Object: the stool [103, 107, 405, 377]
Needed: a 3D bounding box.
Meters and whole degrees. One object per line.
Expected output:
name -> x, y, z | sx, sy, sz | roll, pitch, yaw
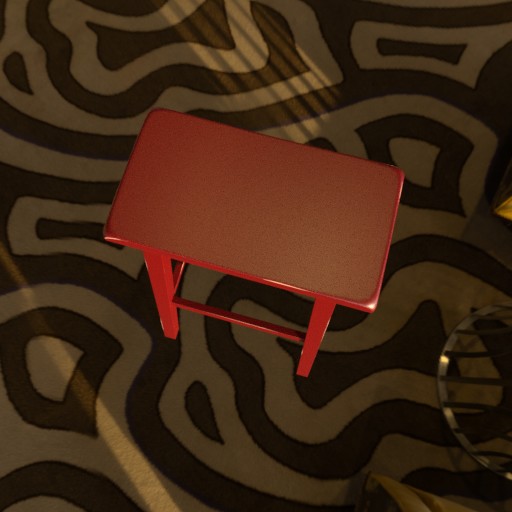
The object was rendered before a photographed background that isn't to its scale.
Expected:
stool -> 0.000, 0.000, 1.067 | 0.457, 0.737, 0.476 | 15, 77, 4
